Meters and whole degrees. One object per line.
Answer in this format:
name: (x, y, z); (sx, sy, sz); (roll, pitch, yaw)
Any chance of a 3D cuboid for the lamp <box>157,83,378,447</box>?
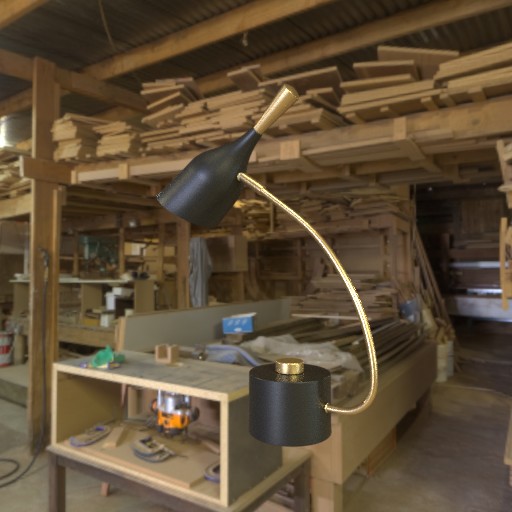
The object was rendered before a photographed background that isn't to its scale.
lamp: (0.000, 0.000, 0.626); (0.352, 0.464, 0.110); (-1, -1, 36)
